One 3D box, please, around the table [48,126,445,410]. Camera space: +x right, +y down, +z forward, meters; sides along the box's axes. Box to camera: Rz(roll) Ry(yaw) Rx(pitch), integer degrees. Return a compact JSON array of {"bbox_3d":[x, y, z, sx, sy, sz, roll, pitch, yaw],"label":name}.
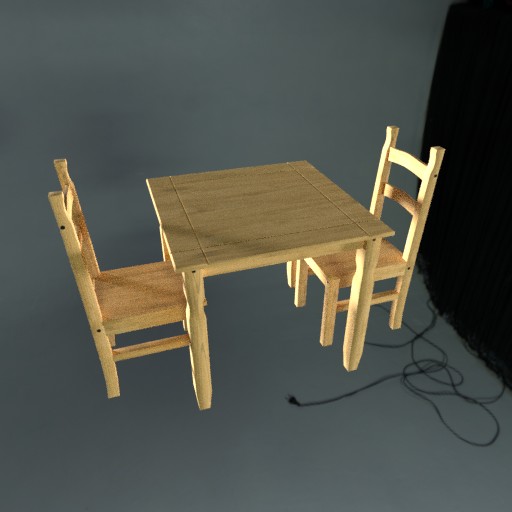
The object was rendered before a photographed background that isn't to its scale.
[{"bbox_3d":[0.000,0.000,1.993,1.501,0.942,0.813,-10,33,-16],"label":"table"}]
